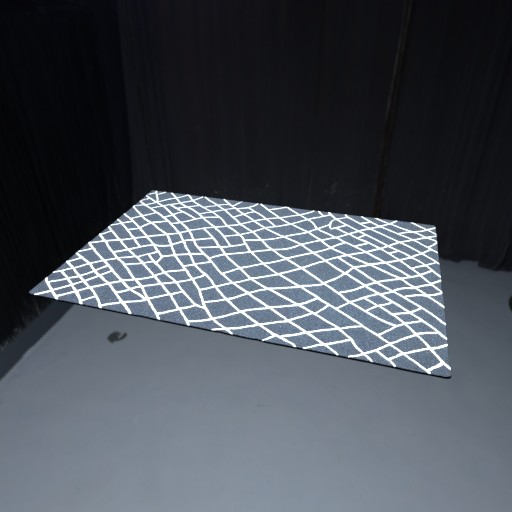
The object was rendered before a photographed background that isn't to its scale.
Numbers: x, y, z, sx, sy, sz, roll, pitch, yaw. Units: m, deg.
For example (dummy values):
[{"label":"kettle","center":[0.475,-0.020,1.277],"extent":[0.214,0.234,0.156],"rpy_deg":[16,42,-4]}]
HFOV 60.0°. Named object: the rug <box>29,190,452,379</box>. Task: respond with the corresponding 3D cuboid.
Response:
[{"label":"rug","center":[0.000,0.000,2.310],"extent":[1.830,0.013,1.223],"rpy_deg":[9,33,14]}]
